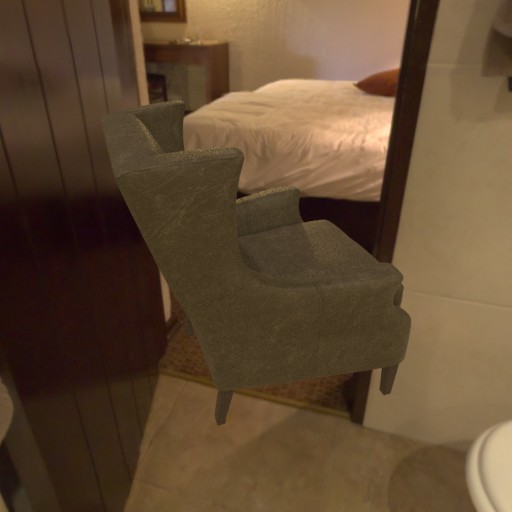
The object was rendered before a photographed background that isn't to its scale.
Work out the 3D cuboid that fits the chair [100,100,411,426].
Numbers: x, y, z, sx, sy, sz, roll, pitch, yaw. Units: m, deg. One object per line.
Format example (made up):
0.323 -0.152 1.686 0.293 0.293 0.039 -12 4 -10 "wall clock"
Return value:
0.000 0.000 1.649 0.926 1.016 0.853 -10 31 -17 "chair"
